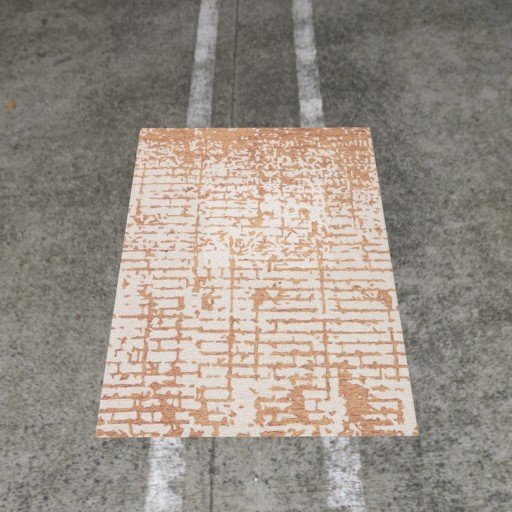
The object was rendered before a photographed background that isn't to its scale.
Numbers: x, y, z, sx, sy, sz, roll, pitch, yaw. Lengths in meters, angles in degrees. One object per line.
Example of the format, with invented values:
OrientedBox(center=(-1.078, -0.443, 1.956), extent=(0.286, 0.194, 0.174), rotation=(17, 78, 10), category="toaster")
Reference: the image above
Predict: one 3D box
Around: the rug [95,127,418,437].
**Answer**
OrientedBox(center=(0.000, 0.000, 4.029), extent=(2.441, 0.011, 3.050), rotation=(0, 63, 0), category="rug")
